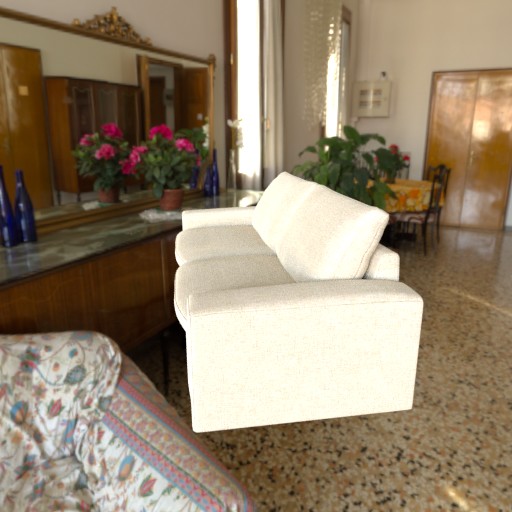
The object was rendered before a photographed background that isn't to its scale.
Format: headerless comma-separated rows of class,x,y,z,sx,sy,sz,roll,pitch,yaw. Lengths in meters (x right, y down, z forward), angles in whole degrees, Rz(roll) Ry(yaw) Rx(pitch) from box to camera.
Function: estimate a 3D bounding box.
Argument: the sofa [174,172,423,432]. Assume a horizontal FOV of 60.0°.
sofa,0.000,0.000,2.879,1.040,0.922,2.299,-3,16,-9
